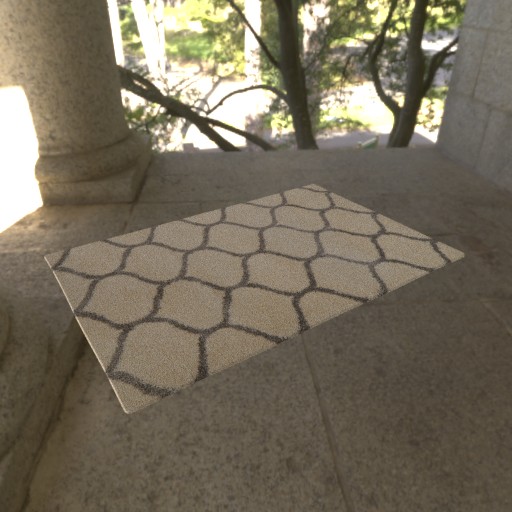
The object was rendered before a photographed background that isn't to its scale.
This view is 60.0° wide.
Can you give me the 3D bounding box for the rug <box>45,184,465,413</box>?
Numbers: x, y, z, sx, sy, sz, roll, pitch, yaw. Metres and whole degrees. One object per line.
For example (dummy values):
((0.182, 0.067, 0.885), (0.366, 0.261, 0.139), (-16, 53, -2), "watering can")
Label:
((0.000, 0.000, 3.402), (2.701, 0.026, 1.801), (-19, 35, -29), "rug")
